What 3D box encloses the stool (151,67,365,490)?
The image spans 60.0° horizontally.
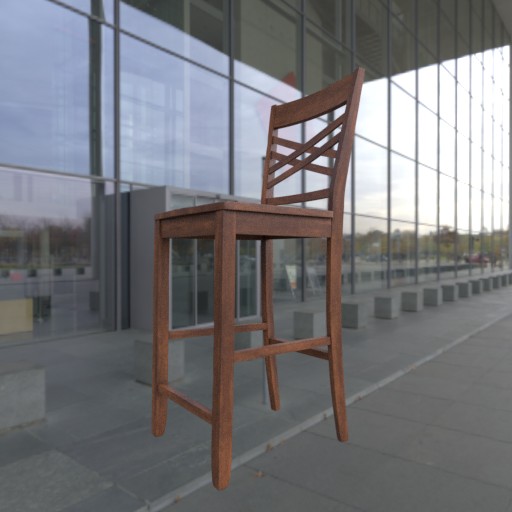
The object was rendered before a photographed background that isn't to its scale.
[{"bbox_3d":[0.000,0.000,1.329,0.504,1.098,0.426,0,0,-36],"label":"stool"}]
